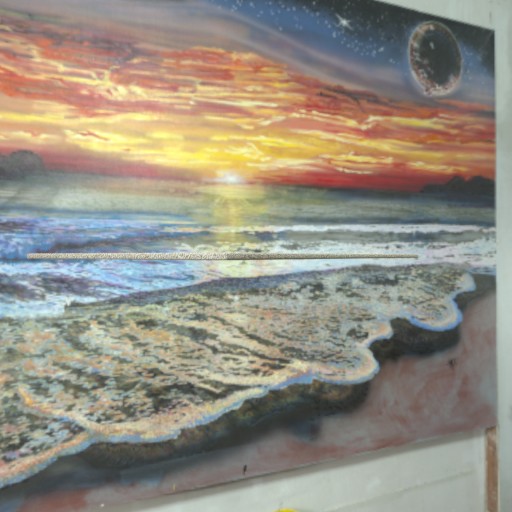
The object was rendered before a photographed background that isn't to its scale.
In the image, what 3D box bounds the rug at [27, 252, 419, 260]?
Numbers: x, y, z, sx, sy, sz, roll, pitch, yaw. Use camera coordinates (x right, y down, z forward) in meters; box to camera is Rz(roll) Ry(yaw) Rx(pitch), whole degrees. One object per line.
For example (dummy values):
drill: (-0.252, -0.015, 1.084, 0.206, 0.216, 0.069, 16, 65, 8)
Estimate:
rug: (0.000, 0.000, 3.099, 1.524, 0.030, 2.438, 0, 0, 36)
